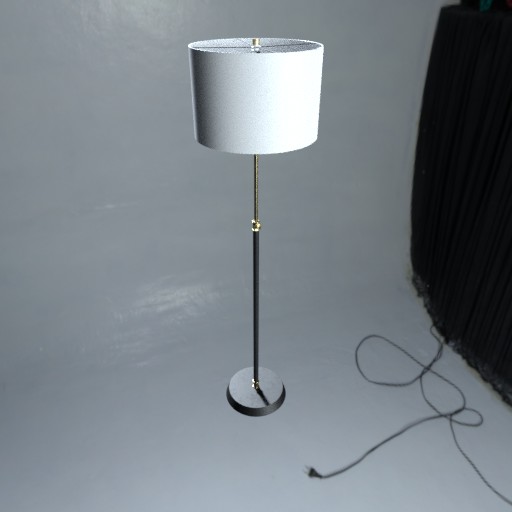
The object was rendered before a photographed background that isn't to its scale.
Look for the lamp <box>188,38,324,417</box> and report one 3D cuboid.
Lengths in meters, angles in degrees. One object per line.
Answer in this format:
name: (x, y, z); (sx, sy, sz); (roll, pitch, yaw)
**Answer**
lamp: (0.000, 0.000, 1.717); (0.404, 1.517, 0.404); (-9, 32, -15)
